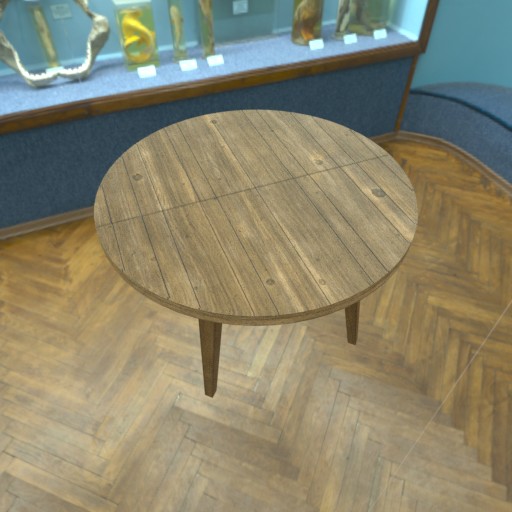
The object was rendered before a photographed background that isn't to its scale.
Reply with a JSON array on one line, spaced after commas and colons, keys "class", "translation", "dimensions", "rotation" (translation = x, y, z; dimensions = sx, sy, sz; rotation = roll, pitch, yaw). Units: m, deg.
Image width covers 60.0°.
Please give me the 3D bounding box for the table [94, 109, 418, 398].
[{"class": "table", "translation": [0.000, 0.000, 1.986], "dimensions": [1.213, 0.764, 1.213], "rotation": [0, 46, 0]}]
